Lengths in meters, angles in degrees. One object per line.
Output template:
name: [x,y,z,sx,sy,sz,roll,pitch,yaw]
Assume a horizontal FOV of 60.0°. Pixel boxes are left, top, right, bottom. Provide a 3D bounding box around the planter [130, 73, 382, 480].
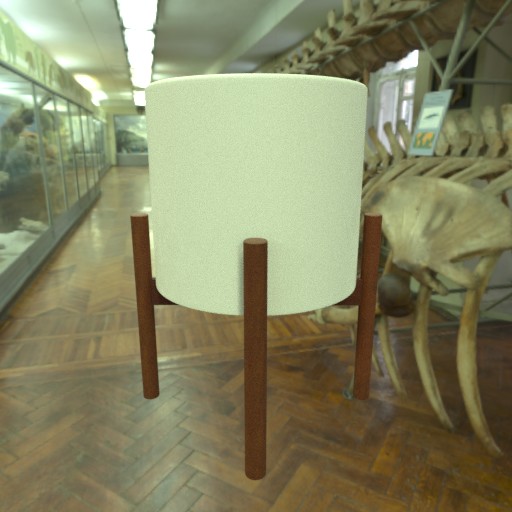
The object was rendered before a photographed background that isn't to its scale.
planter: [0.000,0.000,0.502,0.224,0.358,0.224,-14,20,-43]
